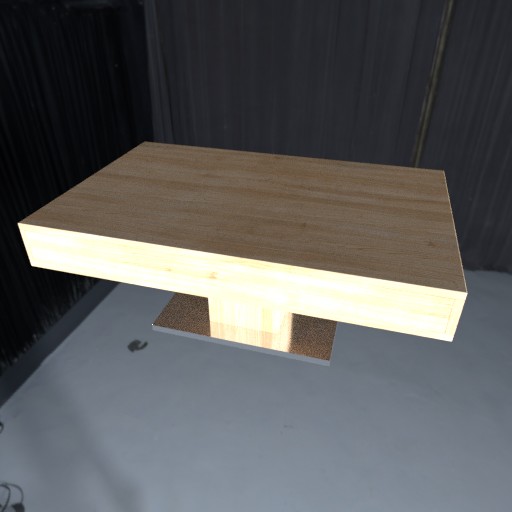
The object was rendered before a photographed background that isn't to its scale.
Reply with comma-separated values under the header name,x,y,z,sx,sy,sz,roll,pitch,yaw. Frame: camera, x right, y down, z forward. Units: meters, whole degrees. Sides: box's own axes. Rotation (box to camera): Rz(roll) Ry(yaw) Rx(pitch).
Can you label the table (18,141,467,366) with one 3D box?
name,x,y,z,sx,sy,sz,roll,pitch,yaw
table,0.000,0.000,1.436,1.100,0.440,0.700,9,34,13
